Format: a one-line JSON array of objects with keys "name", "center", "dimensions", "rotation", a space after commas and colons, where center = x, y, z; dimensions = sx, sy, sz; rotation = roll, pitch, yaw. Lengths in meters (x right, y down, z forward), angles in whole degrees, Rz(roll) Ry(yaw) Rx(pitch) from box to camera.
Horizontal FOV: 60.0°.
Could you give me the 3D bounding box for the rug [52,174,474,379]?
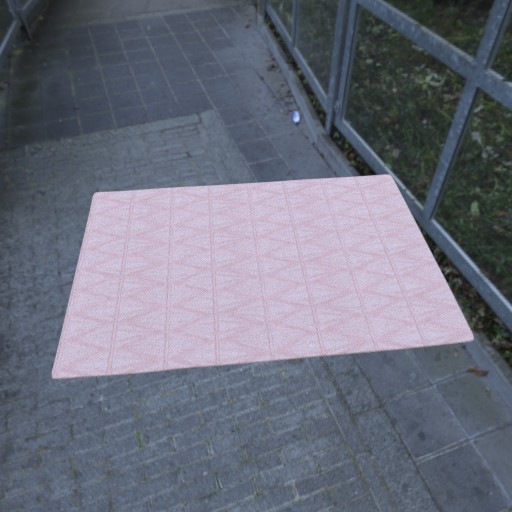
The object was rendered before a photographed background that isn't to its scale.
[{"name": "rug", "center": [0.000, 0.000, 3.007], "dimensions": [2.390, 0.015, 1.609], "rotation": [-4, 47, -4]}]
